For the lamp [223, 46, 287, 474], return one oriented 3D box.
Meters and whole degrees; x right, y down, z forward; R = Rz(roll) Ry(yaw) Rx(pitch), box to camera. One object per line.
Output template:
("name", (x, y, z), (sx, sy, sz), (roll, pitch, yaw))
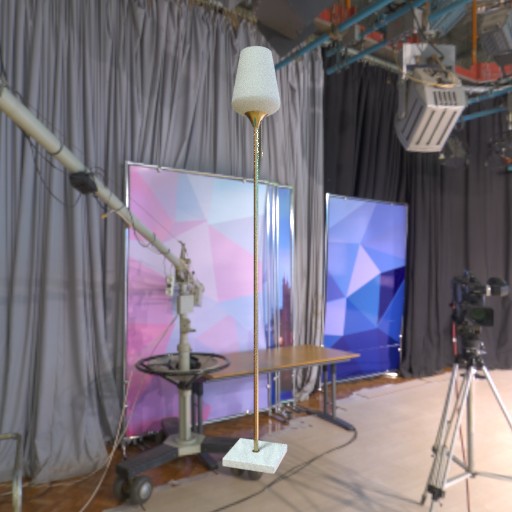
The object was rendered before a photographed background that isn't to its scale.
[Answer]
("lamp", (0.000, 0.000, 1.985), (0.232, 1.813, 0.229), (0, 0, 18))
